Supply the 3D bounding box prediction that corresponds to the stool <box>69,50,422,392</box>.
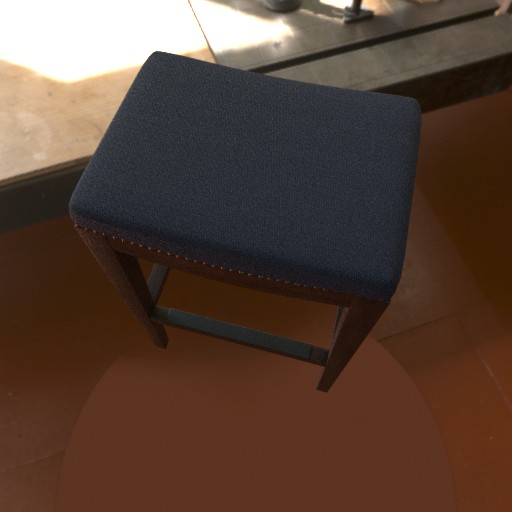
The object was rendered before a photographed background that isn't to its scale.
[{"bbox_3d":[0.000,0.000,0.995,0.498,0.740,0.358,13,64,7],"label":"stool"}]
